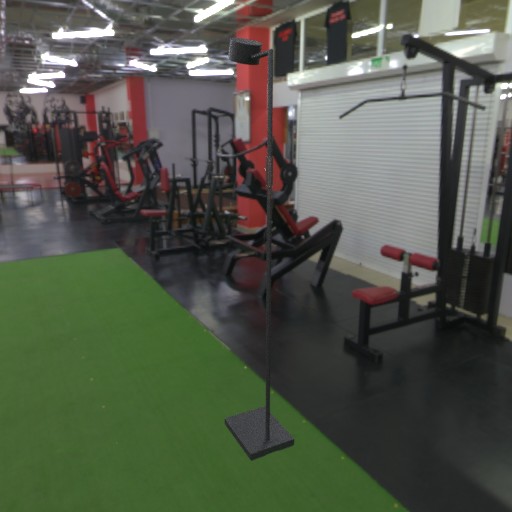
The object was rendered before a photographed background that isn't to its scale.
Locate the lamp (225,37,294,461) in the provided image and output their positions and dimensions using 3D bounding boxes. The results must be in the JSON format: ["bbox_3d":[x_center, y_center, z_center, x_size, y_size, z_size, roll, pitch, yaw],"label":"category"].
[{"bbox_3d":[0.000,0.000,1.729,0.203,1.600,0.304,-8,17,-26],"label":"lamp"}]
